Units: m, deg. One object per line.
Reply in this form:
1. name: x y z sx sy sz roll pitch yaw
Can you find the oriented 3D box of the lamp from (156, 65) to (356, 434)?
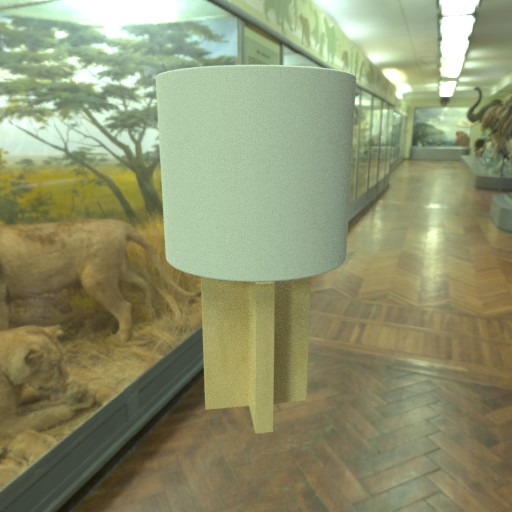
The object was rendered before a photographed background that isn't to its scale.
1. lamp: 0.000 0.000 0.573 0.229 0.428 0.229 -2 16 -8
